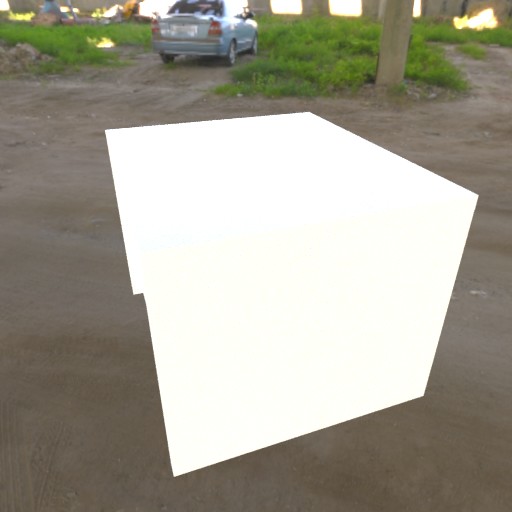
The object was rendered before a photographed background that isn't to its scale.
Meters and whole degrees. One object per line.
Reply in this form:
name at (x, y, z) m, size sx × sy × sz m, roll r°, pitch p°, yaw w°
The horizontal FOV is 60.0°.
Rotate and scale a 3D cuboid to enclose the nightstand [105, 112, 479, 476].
nightstand at (0.000, 0.000, 0.761) m, size 0.408 × 0.351 × 0.470 m, roll -11°, pitch 32°, yaw -17°
